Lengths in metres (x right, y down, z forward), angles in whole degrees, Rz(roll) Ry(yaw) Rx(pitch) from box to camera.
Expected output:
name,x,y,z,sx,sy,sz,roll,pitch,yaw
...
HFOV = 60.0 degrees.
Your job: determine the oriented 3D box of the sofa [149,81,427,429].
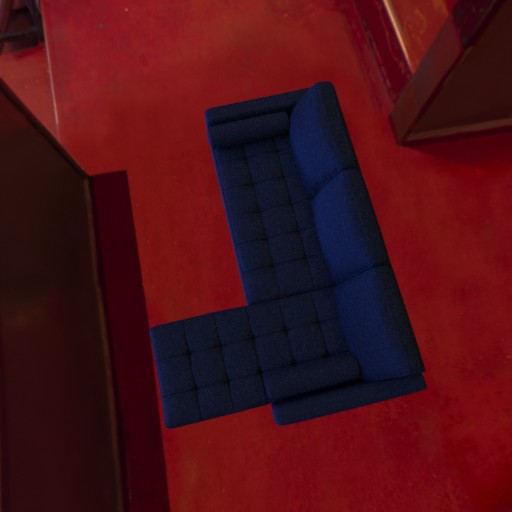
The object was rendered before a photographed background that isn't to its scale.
name,x,y,z,sx,sy,sz,roll,pitch,yaw
sofa,0.000,0.000,3.018,1.613,0.841,2.185,-13,76,-3
